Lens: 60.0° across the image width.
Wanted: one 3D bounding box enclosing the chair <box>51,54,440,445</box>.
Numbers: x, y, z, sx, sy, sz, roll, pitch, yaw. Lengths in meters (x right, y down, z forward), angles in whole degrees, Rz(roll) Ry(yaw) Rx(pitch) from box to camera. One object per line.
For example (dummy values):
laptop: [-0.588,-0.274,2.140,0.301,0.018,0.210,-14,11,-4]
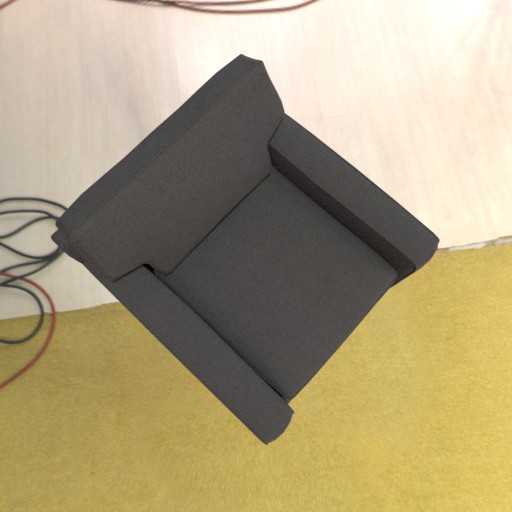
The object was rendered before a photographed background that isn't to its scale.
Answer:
chair: [0.000,0.000,1.806,1.043,0.913,0.997,42,79,10]
